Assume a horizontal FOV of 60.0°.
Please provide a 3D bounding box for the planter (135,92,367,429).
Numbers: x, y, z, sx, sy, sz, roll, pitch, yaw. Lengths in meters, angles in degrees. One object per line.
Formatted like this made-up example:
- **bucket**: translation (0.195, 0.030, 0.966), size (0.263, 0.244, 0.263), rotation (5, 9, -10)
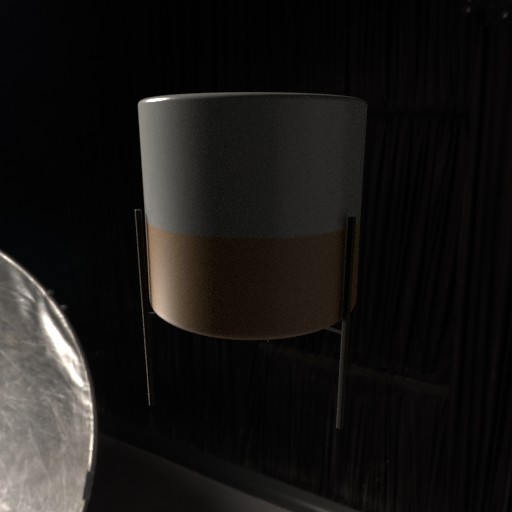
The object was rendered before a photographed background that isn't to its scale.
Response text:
- **planter**: translation (0.000, 0.000, 0.656), size (0.310, 0.432, 0.310), rotation (8, 17, 25)
